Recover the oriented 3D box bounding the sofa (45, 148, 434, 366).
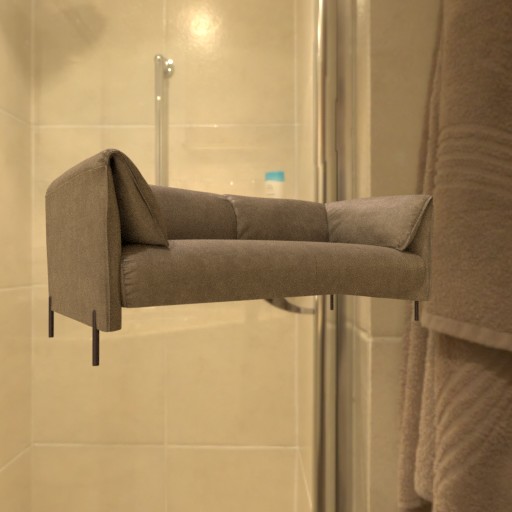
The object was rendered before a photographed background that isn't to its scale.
[{"bbox_3d":[0.000,0.000,2.293,1.878,0.747,0.905,0,0,-36],"label":"sofa"}]
